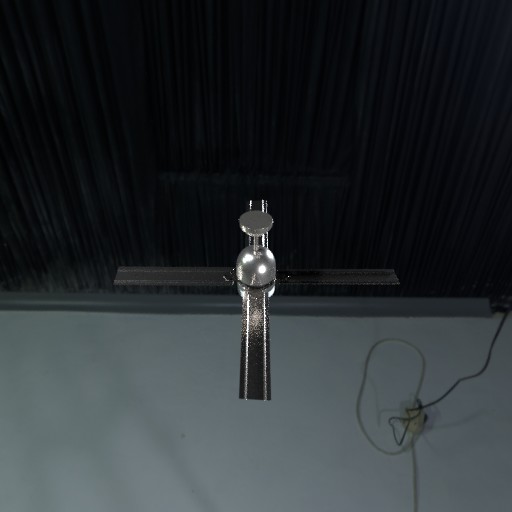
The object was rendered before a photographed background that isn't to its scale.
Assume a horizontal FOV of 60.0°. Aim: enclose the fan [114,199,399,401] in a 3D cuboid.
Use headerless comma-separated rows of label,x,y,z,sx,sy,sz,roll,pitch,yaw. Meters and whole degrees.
fan,0.000,0.000,2.049,1.346,0.406,1.346,-1,39,-1
